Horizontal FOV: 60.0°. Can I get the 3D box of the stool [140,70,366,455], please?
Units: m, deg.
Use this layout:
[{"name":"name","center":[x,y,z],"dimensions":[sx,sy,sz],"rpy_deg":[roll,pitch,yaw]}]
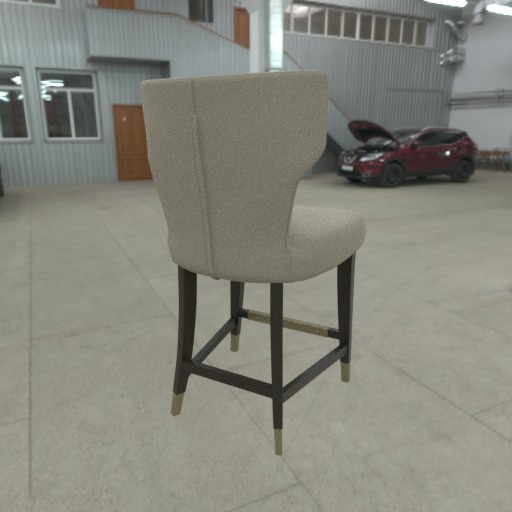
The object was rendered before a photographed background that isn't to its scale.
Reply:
[{"name":"stool","center":[0.000,0.000,1.335],"dimensions":[0.527,0.982,0.563],"rpy_deg":[9,18,27]}]
